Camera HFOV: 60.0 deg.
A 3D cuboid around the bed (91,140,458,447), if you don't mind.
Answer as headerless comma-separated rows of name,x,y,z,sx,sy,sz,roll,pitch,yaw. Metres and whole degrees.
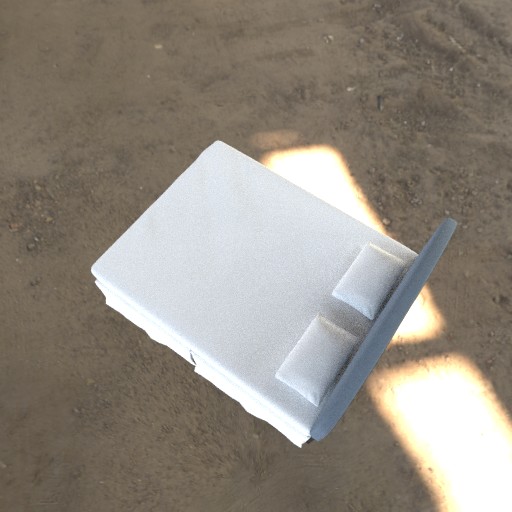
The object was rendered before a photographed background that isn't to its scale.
bed,0.000,0.000,3.107,2.005,1.410,1.607,33,67,15
